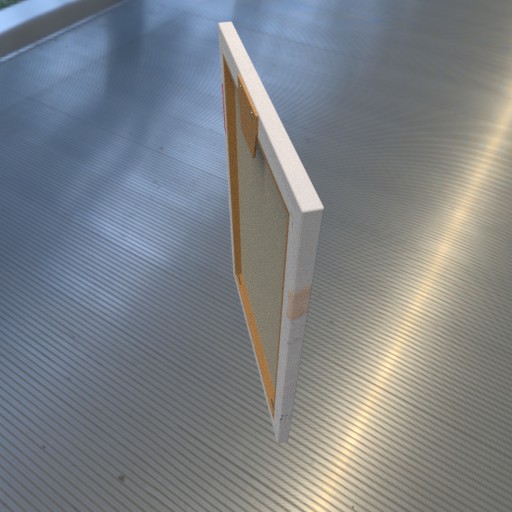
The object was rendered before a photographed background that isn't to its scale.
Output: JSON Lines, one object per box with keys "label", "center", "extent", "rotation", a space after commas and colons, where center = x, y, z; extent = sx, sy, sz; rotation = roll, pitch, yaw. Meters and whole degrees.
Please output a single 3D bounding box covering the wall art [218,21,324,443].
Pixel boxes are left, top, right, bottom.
{"label": "wall art", "center": [0.000, 0.000, 1.075], "extent": [0.036, 0.848, 0.613], "rotation": [-10, 49, -9]}
